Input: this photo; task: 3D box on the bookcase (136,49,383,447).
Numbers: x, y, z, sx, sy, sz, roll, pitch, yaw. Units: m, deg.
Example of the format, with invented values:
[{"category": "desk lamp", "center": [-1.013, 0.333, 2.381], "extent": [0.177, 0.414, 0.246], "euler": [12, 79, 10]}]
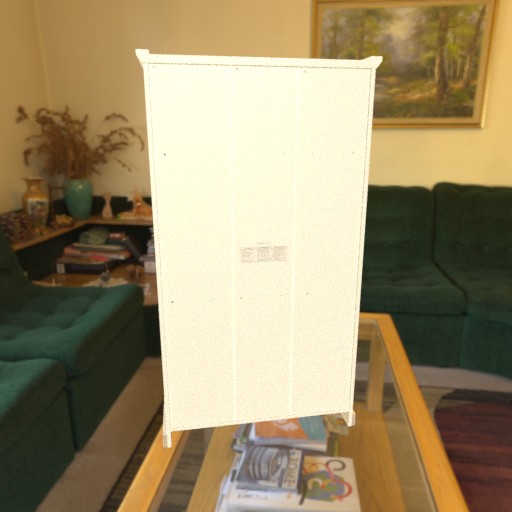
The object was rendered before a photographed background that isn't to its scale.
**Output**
[{"category": "bookcase", "center": [0.000, 0.000, 2.308], "extent": [1.050, 1.880, 0.432], "euler": [-3, 16, -10]}]
